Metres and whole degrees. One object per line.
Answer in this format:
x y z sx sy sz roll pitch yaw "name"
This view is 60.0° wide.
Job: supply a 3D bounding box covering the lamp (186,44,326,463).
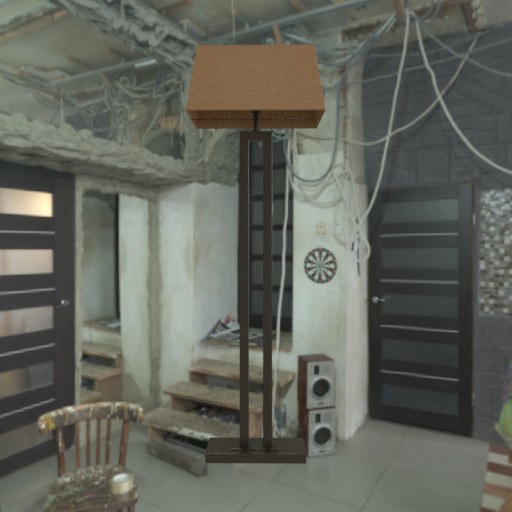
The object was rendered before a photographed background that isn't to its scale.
0.000 0.000 1.627 0.475 1.469 0.233 0 1 1 "lamp"
